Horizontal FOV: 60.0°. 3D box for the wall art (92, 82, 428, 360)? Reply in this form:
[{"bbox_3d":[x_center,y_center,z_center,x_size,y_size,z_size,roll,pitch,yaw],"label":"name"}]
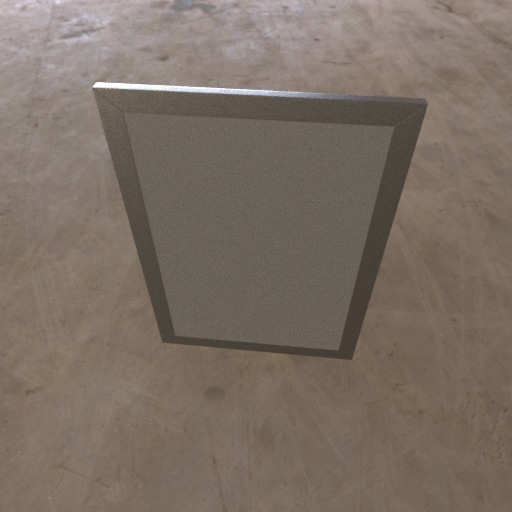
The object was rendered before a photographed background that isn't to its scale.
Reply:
[{"bbox_3d":[0.000,0.000,0.688,0.376,0.529,0.013,4,46,4],"label":"wall art"}]
